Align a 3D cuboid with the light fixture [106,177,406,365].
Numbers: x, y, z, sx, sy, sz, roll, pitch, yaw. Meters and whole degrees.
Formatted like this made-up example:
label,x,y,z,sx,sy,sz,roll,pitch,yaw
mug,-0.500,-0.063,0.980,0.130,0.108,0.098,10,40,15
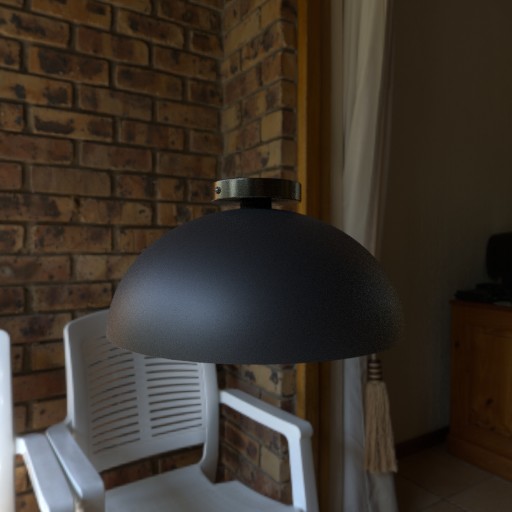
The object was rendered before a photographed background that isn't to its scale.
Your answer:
label,x,y,z,sx,sy,sz,roll,pitch,yaw
light fixture,0.000,0.000,0.551,0.355,0.177,0.355,0,1,0
